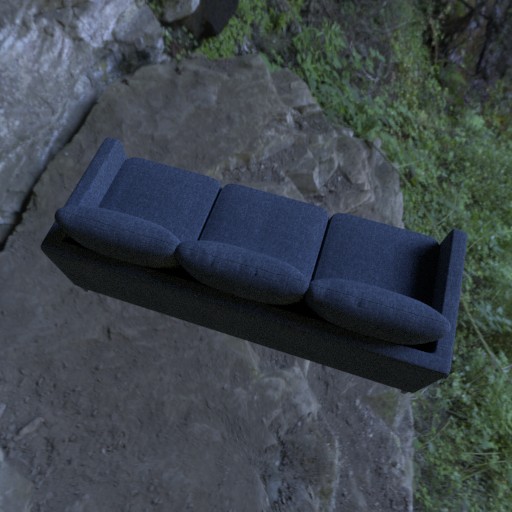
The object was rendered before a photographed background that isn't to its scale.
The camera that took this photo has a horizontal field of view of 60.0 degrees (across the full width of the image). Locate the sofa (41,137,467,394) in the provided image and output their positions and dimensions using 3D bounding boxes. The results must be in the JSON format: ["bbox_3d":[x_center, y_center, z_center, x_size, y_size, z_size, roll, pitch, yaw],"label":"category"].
[{"bbox_3d":[0.000,0.000,2.631,2.218,0.874,0.859,16,65,8],"label":"sofa"}]
